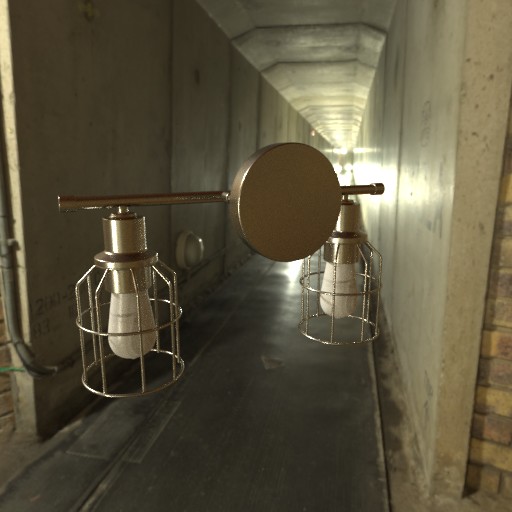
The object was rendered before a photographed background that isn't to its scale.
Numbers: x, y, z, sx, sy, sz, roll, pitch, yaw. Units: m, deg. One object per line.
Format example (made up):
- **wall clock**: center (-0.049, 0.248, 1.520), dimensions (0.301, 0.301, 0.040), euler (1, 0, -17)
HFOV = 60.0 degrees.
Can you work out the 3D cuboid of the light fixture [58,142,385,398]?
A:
- **light fixture**: center (0.000, 0.000, 0.516), dimensions (0.406, 0.254, 0.165), euler (-6, 15, -25)
